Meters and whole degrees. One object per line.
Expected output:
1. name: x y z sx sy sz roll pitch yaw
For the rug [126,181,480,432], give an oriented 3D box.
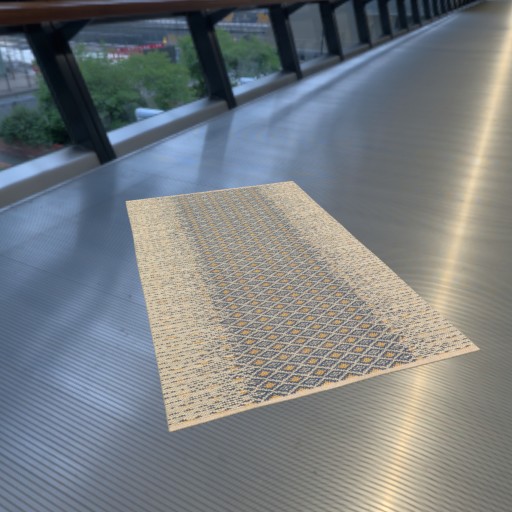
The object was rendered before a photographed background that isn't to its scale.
1. rug: 0.000 0.000 2.991 1.541 0.008 2.448 -9 32 -16
